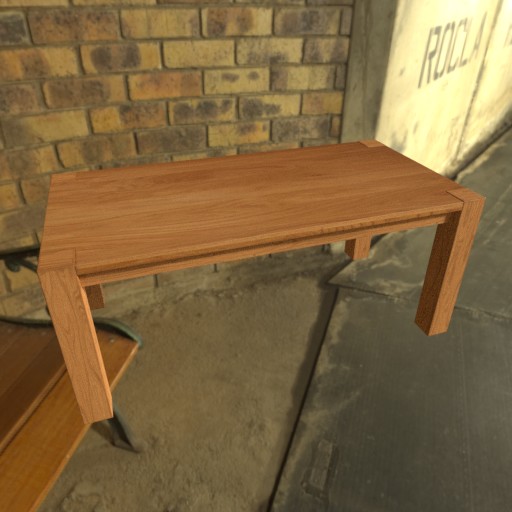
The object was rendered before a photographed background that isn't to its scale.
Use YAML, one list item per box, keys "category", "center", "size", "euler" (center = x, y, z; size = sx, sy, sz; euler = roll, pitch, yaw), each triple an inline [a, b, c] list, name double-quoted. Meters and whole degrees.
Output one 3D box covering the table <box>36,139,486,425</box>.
- category: "table"
  center: [0.000, 0.000, 2.237]
  size: [1.800, 0.760, 0.900]
  euler: [-10, 33, -16]
